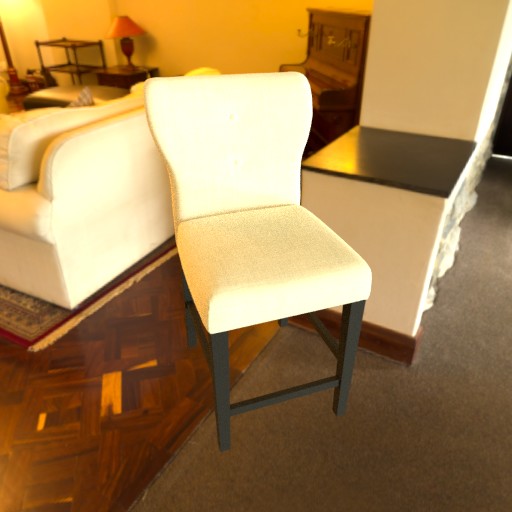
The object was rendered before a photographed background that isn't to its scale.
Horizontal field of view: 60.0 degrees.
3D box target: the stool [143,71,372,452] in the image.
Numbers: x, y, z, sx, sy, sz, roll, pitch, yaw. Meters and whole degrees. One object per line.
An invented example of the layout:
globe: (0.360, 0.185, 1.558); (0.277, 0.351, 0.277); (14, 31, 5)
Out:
stool: (0.000, 0.000, 1.360); (0.514, 0.972, 0.603); (-10, 32, -17)
